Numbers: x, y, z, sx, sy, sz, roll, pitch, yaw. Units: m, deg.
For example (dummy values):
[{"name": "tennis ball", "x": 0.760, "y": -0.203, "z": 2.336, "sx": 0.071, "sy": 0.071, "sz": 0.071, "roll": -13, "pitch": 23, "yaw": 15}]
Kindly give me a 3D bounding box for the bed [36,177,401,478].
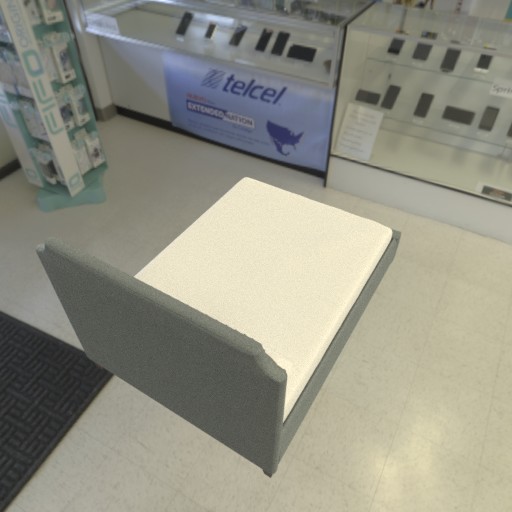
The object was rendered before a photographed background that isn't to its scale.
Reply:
[{"name": "bed", "x": 0.000, "y": 0.000, "z": 3.452, "sx": 1.712, "sy": 1.443, "sz": 2.372, "roll": 23, "pitch": 49, "yaw": 22}]
